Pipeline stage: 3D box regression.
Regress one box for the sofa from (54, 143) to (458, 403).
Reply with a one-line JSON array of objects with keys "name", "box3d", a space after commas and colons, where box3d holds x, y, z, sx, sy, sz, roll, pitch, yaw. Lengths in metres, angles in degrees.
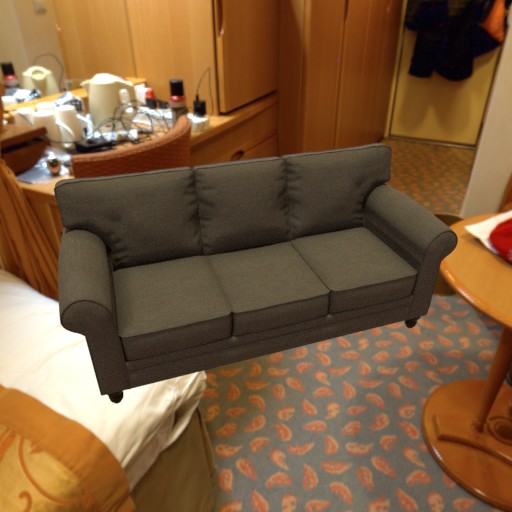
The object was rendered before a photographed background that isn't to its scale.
[{"name": "sofa", "box3d": [0.000, 0.000, 2.583, 2.084, 0.966, 0.909, -10, 33, -16]}]
